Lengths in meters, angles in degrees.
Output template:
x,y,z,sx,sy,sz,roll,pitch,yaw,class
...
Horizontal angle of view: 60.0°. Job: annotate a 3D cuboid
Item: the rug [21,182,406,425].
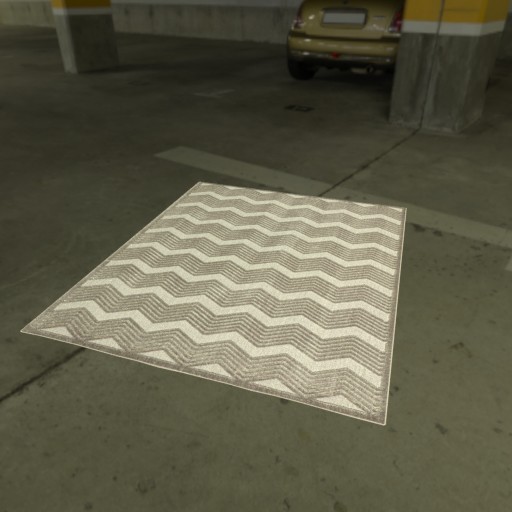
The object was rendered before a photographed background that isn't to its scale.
x,y,z,sx,sy,sz,roll,pitch,yaw,class
0.000,0.000,3.830,2.391,0.005,2.880,10,32,16,rug
